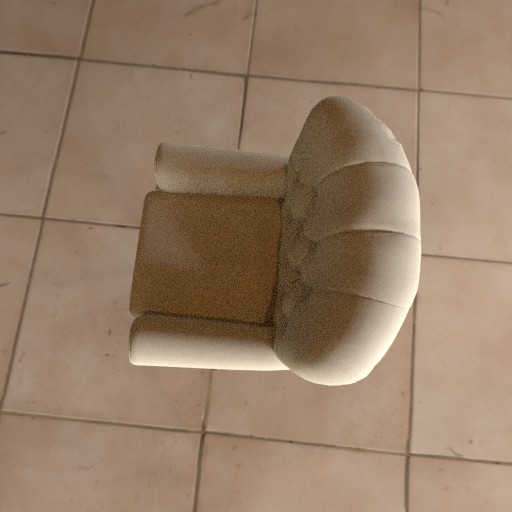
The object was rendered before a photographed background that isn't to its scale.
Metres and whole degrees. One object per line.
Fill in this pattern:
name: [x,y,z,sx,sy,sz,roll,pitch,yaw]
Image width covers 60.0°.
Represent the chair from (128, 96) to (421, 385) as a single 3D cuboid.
chair: [0.000,0.000,1.995,1.132,1.169,1.035,4,77,1]
